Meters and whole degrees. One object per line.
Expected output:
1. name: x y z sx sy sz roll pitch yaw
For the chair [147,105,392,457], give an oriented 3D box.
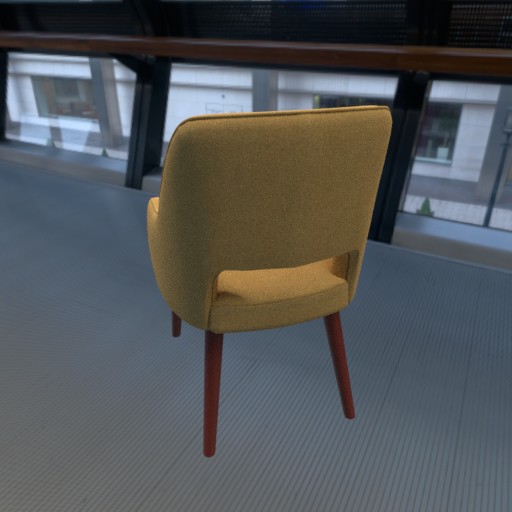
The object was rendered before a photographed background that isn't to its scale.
1. chair: 0.000 0.000 1.209 0.548 0.849 0.605 -8 28 -16
